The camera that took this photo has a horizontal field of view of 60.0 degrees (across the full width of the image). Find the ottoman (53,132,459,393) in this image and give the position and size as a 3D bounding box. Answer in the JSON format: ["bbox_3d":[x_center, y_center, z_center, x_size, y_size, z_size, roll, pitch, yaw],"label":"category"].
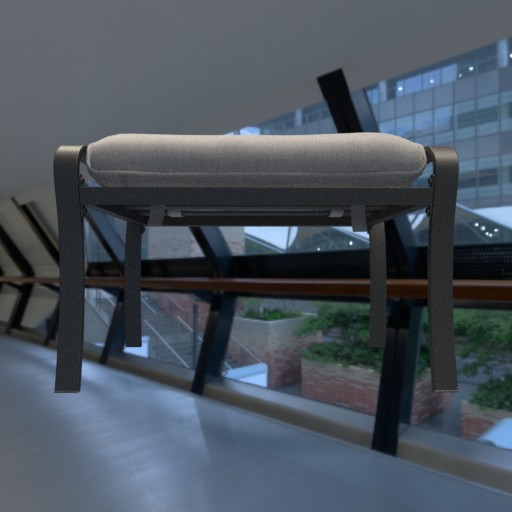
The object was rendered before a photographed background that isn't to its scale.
[{"bbox_3d":[0.000,0.000,0.864,0.610,0.422,0.406,0,-1,0],"label":"ottoman"}]
